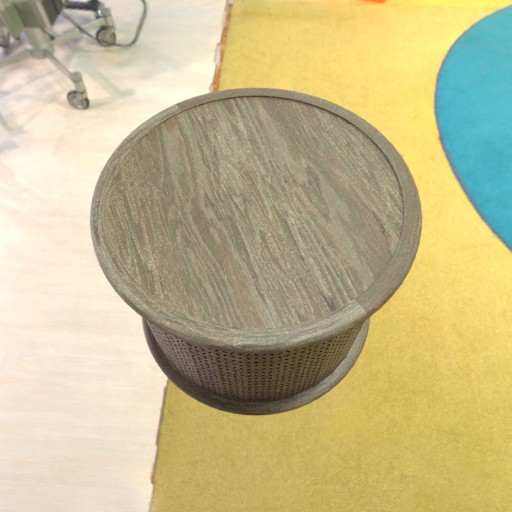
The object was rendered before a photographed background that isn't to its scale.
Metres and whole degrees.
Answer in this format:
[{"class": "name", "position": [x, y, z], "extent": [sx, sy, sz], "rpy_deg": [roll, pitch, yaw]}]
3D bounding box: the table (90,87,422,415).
[{"class": "table", "position": [0.000, 0.000, 1.008], "extent": [0.607, 0.450, 0.607], "rpy_deg": [0, 58, 0]}]
